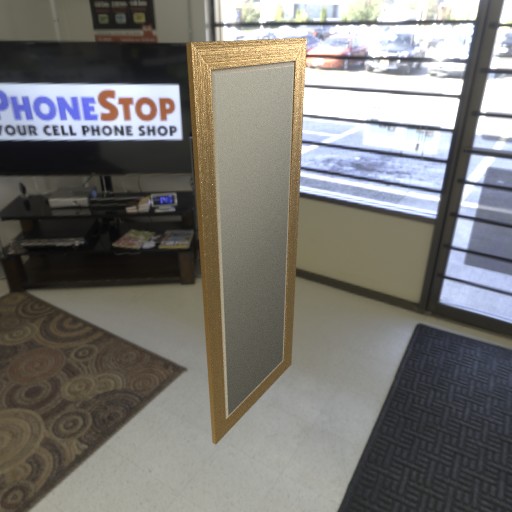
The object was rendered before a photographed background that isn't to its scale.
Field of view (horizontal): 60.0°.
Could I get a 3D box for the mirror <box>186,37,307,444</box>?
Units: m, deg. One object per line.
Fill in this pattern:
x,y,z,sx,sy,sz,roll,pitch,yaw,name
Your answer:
0.000,0.000,2.315,0.025,2.031,0.812,18,33,31,mirror
